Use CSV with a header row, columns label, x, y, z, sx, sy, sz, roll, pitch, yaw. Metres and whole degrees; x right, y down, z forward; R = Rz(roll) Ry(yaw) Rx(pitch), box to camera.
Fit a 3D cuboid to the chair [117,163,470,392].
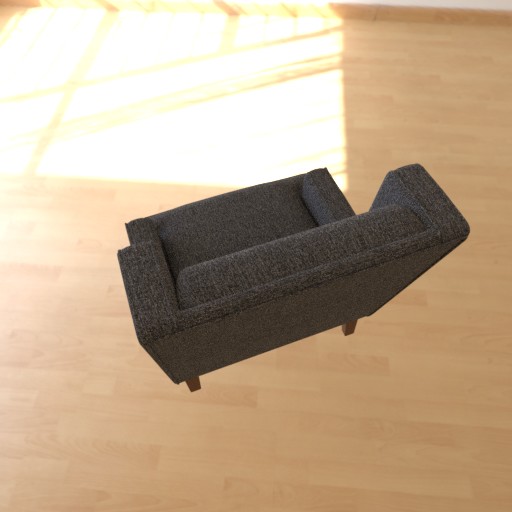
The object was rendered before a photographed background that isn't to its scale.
label,x,y,z,sx,sy,sz,roll,pitch,yaw
chair,0.000,0.000,1.798,0.942,1.082,0.927,-17,58,-11
